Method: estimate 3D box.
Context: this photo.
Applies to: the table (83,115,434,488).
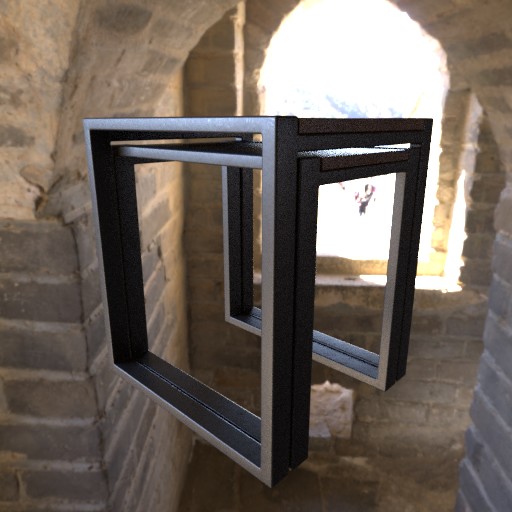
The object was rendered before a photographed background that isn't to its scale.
[{"bbox_3d":[0.000,0.000,0.923,0.500,0.550,0.449,16,23,42],"label":"table"}]
